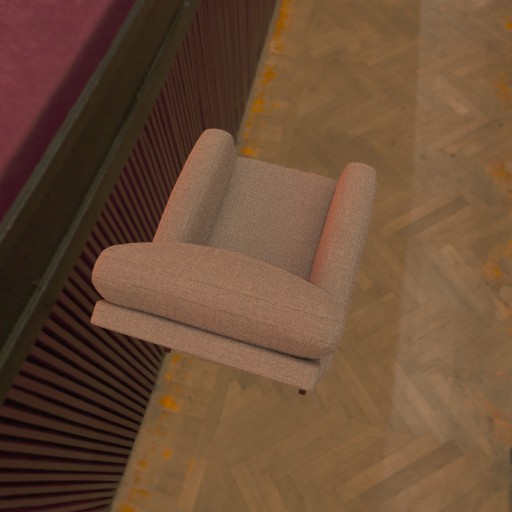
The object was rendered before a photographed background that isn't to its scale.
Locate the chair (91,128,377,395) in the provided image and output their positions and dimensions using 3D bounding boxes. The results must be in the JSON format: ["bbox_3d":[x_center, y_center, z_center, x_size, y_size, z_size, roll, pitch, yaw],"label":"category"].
[{"bbox_3d":[0.000,0.000,1.661,0.762,0.990,0.990,15,65,7],"label":"chair"}]
